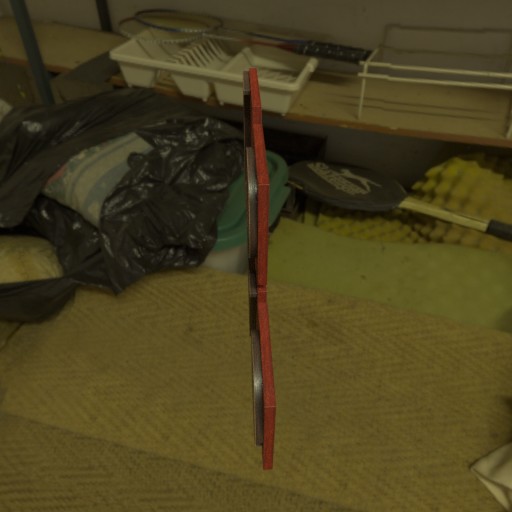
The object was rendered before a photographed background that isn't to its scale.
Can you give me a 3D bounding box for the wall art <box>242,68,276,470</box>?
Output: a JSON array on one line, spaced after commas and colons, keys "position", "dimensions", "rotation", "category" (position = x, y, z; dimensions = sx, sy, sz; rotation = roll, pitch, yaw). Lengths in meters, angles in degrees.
[{"position": [0.000, 0.000, 0.858], "dimensions": [0.030, 0.497, 0.635], "rotation": [-2, 41, -2], "category": "wall art"}]
